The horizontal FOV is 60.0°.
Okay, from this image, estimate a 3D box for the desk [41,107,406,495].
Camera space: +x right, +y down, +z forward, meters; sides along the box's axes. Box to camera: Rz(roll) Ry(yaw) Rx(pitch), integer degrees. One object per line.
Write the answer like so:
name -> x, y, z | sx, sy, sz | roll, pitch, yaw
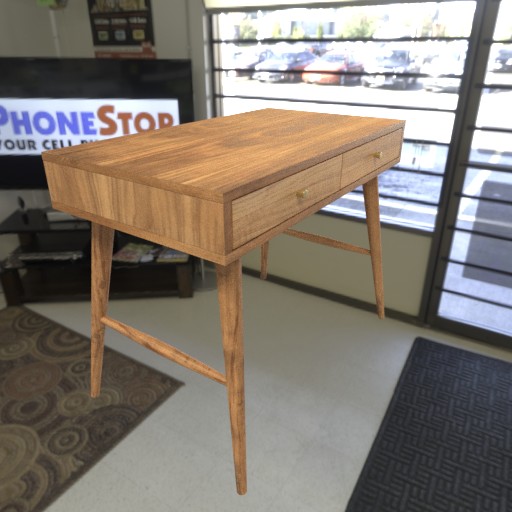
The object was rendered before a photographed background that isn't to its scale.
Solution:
desk -> 0.000, 0.000, 1.399 | 0.588, 0.758, 0.949 | 17, 31, 31
